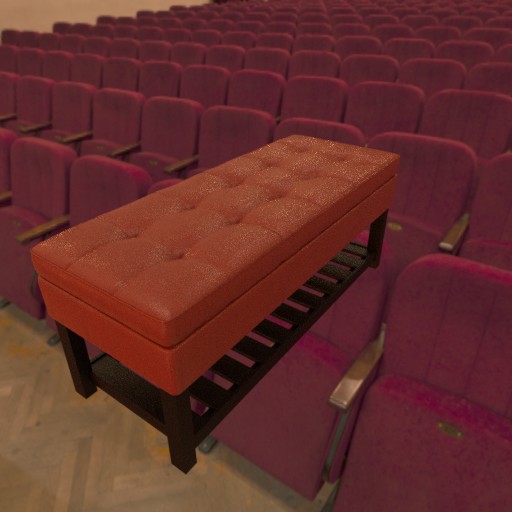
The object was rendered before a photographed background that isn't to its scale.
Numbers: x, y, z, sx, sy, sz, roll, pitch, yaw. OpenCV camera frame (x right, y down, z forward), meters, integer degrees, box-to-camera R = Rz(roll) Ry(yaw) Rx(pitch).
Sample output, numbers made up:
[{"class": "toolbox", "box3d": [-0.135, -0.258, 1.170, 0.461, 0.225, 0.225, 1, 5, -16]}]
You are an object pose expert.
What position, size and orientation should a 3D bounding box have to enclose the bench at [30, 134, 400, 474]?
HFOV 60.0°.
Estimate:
[{"class": "bench", "box3d": [0.000, 0.000, 1.333, 0.432, 0.460, 1.105, 20, 37, 30]}]
